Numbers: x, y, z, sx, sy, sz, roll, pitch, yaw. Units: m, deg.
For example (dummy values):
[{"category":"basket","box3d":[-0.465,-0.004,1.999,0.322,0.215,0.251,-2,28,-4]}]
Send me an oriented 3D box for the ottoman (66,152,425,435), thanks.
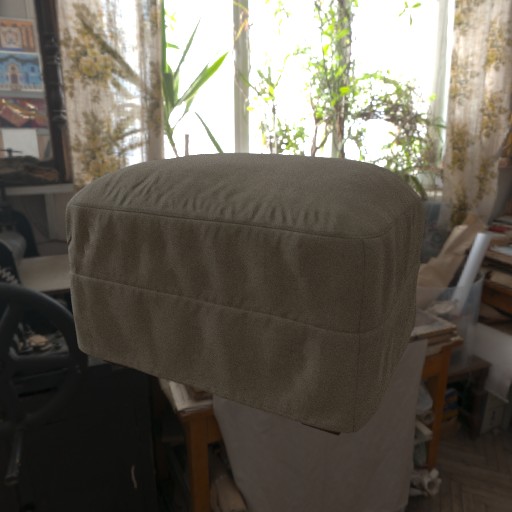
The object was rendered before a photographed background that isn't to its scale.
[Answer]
[{"category":"ottoman","box3d":[0.000,0.000,1.061,0.712,0.480,0.584,8,18,26]}]
